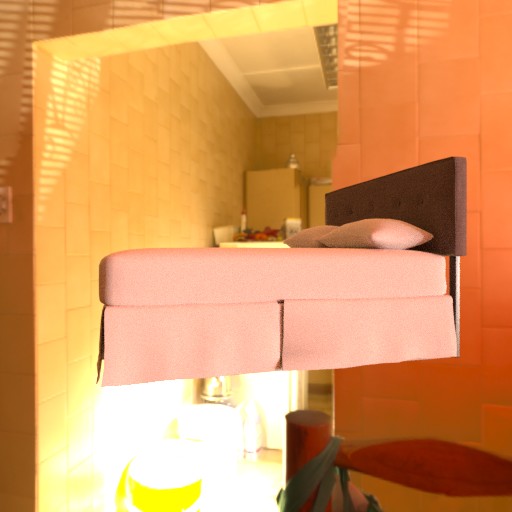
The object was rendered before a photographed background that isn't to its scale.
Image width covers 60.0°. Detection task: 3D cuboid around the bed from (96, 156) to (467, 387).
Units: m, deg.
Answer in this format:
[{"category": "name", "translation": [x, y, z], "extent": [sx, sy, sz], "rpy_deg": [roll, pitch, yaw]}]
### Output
[{"category": "bed", "translation": [0.000, 0.000, 2.851], "extent": [1.894, 1.089, 1.610], "rpy_deg": [0, 0, -17]}]
